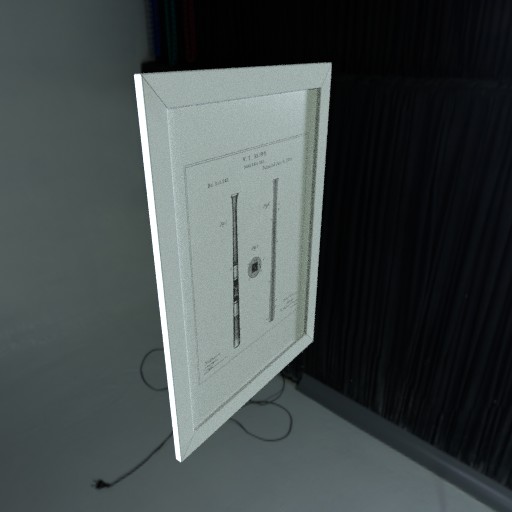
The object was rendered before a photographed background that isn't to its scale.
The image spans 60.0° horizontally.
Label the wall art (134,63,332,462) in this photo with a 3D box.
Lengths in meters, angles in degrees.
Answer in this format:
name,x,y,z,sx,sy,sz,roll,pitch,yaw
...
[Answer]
name,x,y,z,sx,sy,sz,roll,pitch,yaw
wall art,0.000,0.000,0.674,0.012,0.529,0.374,18,31,33
